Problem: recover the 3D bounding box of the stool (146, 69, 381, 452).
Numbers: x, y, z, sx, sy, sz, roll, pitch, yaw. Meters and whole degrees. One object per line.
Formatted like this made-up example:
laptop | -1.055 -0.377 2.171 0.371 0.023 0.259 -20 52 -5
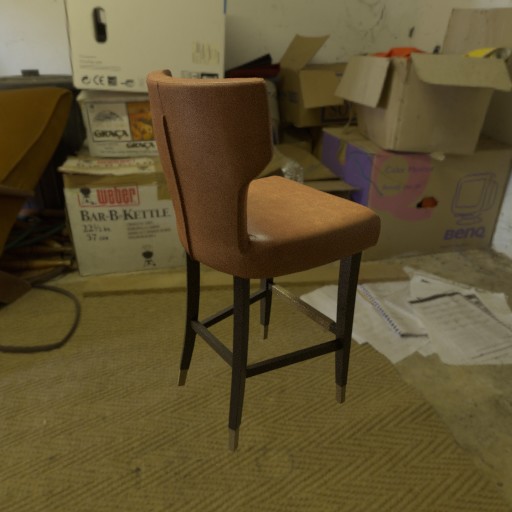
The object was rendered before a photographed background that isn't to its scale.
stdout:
stool | 0.000 0.000 1.413 0.563 1.092 0.526 -17 31 -32
